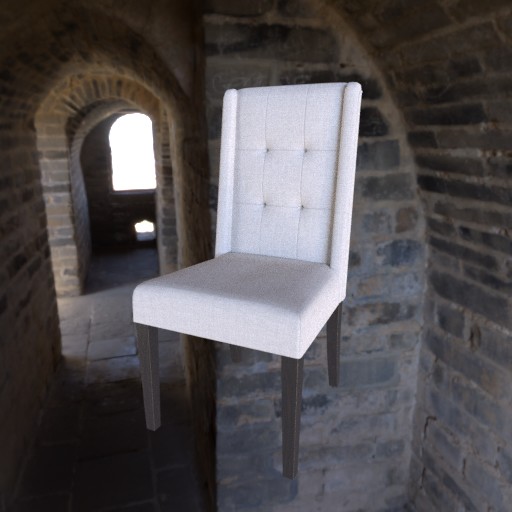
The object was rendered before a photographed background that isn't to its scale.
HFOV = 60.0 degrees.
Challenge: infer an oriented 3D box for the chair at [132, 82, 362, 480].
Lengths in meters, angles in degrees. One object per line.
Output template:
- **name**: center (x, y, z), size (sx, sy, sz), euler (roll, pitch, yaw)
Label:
- **chair**: center (0.000, 0.000, 1.261), size (0.474, 0.961, 0.523), euler (7, 16, 25)
